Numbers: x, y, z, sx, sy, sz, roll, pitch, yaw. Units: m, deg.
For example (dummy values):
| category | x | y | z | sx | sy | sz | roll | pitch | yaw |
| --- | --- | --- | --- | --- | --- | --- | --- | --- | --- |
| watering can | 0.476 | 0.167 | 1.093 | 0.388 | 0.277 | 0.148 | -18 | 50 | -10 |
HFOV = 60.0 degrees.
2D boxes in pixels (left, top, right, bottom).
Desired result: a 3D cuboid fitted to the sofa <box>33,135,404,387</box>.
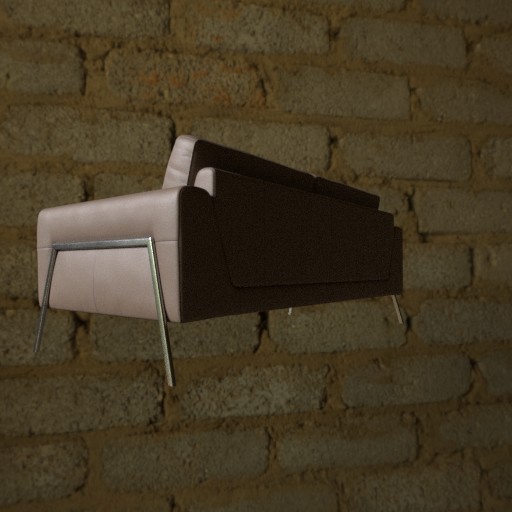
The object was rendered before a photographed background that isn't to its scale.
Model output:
| category | x | y | z | sx | sy | sz | roll | pitch | yaw |
| --- | --- | --- | --- | --- | --- | --- | --- | --- | --- |
| sofa | 0.000 | 0.000 | 2.473 | 0.953 | 0.875 | 2.017 | -1 | -2 | 38 |
